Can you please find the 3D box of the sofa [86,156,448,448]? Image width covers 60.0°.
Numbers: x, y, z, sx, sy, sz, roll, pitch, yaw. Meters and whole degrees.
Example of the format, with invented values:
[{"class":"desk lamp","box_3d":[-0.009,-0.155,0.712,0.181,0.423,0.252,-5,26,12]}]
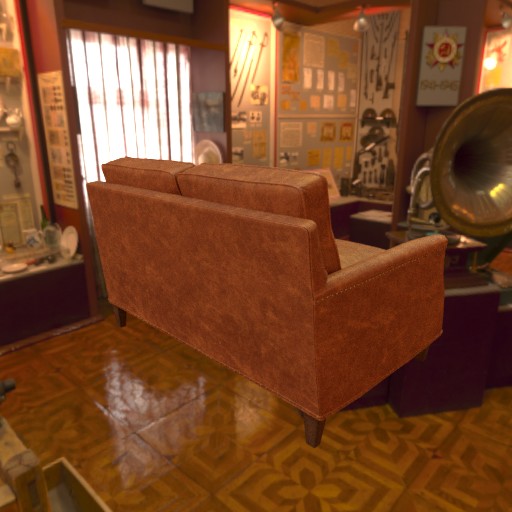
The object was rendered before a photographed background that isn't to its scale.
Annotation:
[{"class":"sofa","box_3d":[0.000,0.000,2.290,1.084,1.003,1.597,-16,23,-43]}]
